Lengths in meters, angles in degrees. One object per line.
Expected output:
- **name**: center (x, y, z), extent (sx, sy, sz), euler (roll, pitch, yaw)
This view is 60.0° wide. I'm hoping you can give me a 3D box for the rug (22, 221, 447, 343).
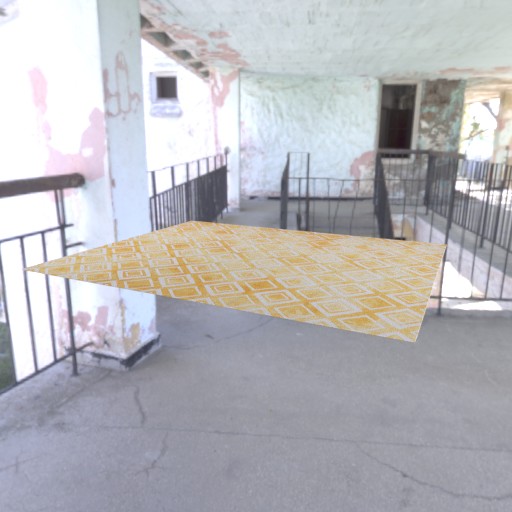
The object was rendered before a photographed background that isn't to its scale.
- **rug**: center (0.000, 0.000, 3.997), extent (3.037, 0.011, 2.433), euler (7, 16, 25)
